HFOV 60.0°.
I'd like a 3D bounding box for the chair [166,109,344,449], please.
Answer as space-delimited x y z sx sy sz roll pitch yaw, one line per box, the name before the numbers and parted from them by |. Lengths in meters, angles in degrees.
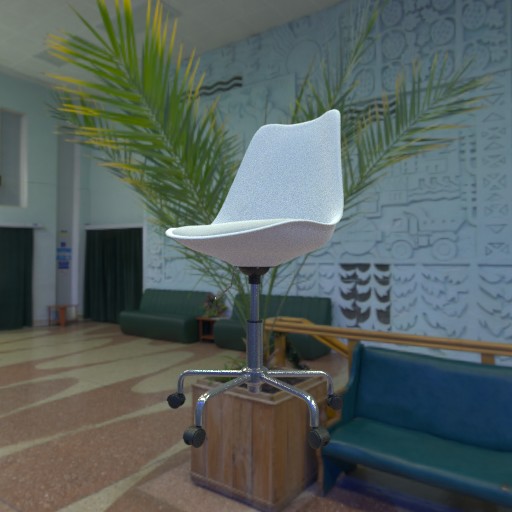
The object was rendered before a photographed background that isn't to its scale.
chair | 0.000 0.000 1.284 0.550 0.930 0.550 -1 -1 37
